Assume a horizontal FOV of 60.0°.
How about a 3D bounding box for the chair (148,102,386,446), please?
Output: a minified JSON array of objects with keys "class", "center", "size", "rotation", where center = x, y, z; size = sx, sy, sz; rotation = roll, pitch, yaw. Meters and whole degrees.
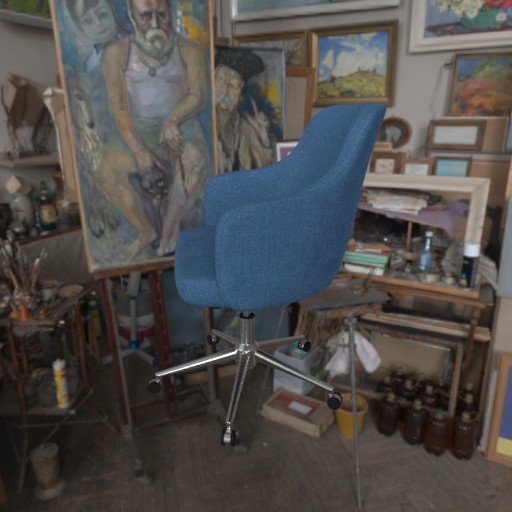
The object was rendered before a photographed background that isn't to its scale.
[{"class":"chair","center":[0.000,0.000,1.260],"size":[0.655,0.820,0.599],"rotation":[-3,18,-8]}]
